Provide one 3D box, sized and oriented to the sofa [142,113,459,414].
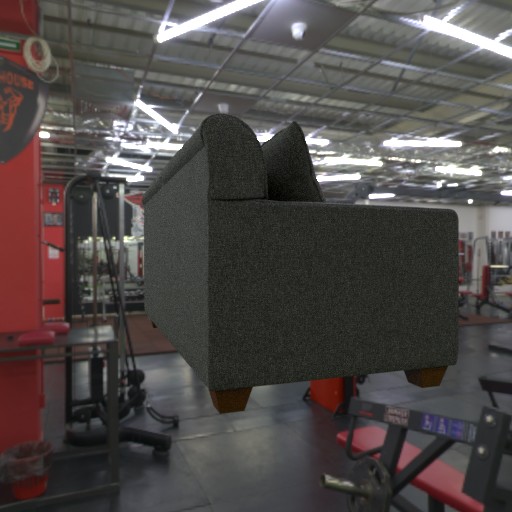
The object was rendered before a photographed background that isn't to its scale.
[{"bbox_3d":[0.000,0.000,2.326,0.998,0.958,1.846,0,0,-20],"label":"sofa"}]
